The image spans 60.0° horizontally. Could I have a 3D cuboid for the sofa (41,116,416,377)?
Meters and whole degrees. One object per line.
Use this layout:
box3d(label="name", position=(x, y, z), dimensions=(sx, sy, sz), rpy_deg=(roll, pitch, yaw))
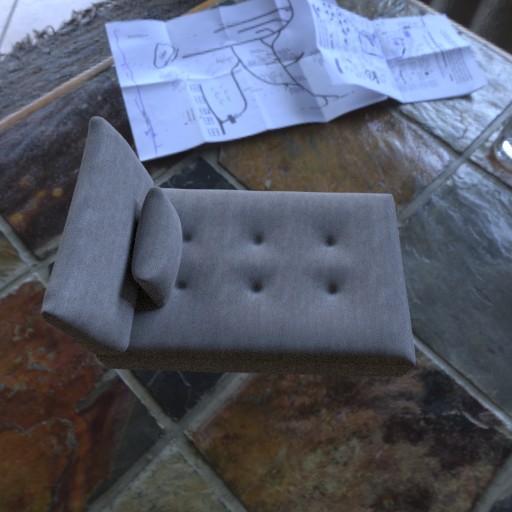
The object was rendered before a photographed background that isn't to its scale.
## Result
box3d(label="sofa", position=(0.000, 0.000, 2.013), dimensions=(1.450, 0.820, 0.930), rpy_deg=(1, 63, 1))
